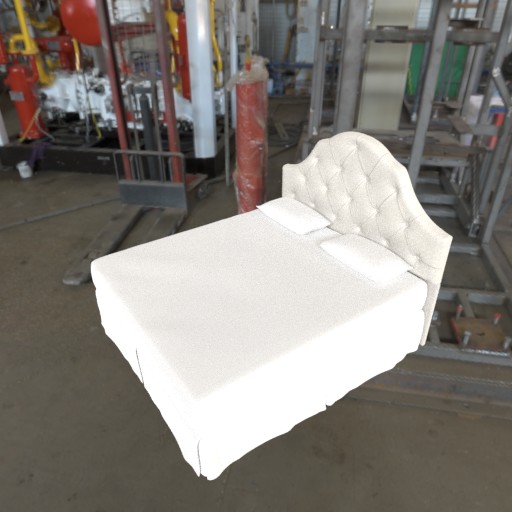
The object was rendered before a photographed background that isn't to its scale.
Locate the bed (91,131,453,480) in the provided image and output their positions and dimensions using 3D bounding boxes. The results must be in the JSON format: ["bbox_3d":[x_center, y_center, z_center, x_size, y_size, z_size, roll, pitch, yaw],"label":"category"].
[{"bbox_3d":[0.000,0.000,3.567,2.214,1.615,2.008,-20,37,-30],"label":"bed"}]
